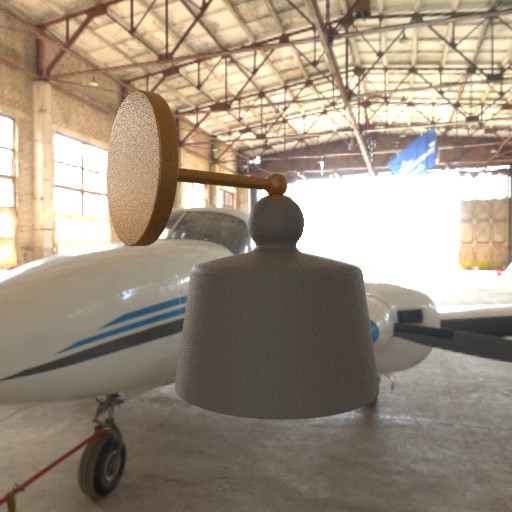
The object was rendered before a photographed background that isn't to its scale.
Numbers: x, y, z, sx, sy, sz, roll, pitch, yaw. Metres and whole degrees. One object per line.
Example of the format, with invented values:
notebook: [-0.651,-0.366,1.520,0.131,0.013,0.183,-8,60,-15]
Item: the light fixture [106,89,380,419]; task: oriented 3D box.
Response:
light fixture: [0.000,0.000,0.436,0.254,0.268,0.204,0,1,-36]
